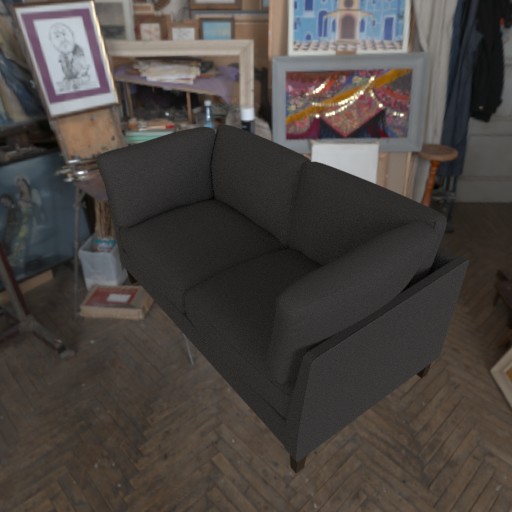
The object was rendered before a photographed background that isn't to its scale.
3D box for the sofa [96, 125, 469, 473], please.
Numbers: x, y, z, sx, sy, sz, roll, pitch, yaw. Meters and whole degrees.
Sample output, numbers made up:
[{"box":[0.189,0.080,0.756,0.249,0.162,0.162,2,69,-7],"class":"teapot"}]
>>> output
[{"box":[0.000,0.000,2.304,0.969,0.920,1.751,-22,39,-30],"class":"sofa"}]
